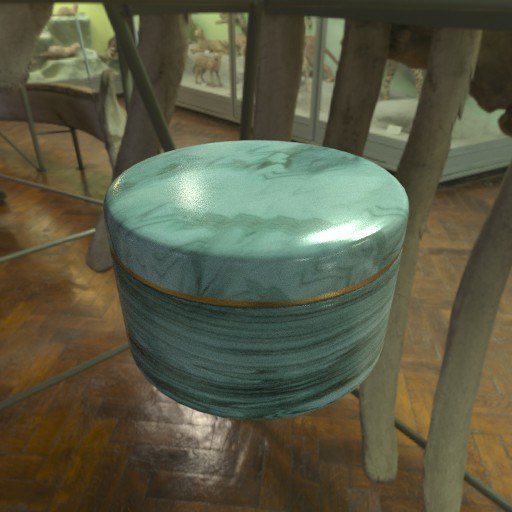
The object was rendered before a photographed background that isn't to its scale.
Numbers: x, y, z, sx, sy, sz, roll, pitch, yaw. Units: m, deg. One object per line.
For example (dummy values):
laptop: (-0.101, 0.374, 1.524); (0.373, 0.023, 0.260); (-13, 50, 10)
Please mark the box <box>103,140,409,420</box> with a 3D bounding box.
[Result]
box: (0.000, 0.000, 0.166); (0.101, 0.063, 0.101); (0, 31, 0)
